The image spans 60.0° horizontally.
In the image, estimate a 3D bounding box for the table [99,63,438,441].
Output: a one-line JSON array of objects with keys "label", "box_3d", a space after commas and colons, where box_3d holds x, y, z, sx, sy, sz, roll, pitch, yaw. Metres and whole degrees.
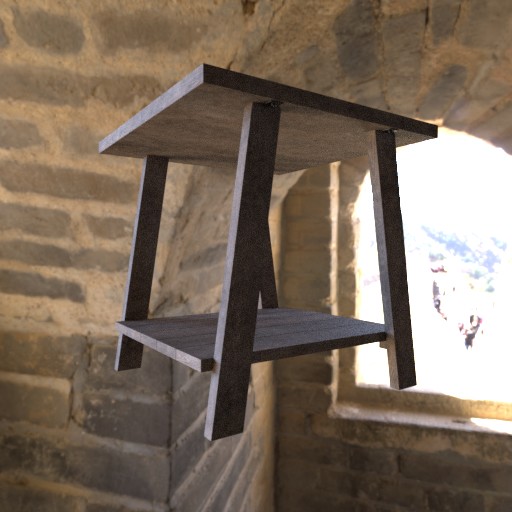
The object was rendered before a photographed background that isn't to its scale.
[{"label": "table", "box_3d": [0.000, 0.000, 1.114, 0.610, 0.610, 0.610, 0, 1, -34]}]
